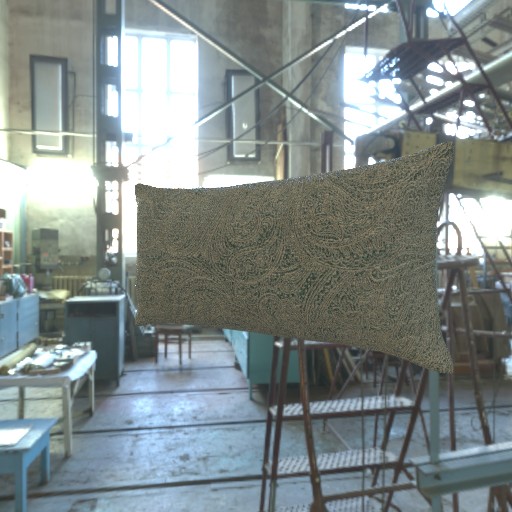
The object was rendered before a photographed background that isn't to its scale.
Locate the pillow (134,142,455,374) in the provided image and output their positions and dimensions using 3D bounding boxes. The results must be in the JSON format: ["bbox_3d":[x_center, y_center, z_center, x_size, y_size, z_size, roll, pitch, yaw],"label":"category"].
[{"bbox_3d":[0.000,0.000,0.738,0.615,0.295,0.151,0,1,36],"label":"pillow"}]
